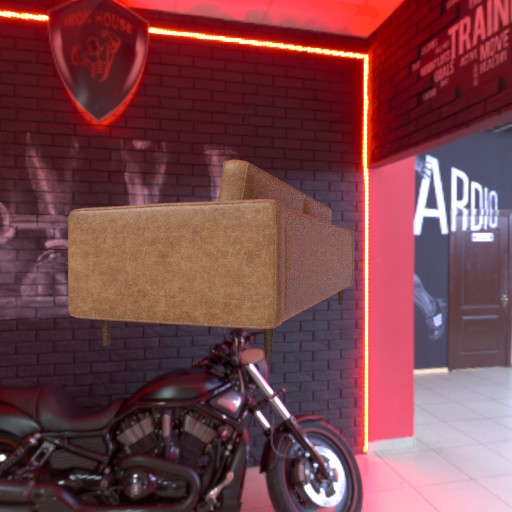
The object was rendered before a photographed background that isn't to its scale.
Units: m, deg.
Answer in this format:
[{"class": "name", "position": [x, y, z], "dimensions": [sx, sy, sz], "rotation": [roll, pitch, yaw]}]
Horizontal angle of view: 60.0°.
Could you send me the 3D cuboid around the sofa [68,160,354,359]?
[{"class": "sofa", "position": [0.000, 0.000, 2.690], "dimensions": [0.919, 0.770, 2.200], "rotation": [0, 0, 19]}]
